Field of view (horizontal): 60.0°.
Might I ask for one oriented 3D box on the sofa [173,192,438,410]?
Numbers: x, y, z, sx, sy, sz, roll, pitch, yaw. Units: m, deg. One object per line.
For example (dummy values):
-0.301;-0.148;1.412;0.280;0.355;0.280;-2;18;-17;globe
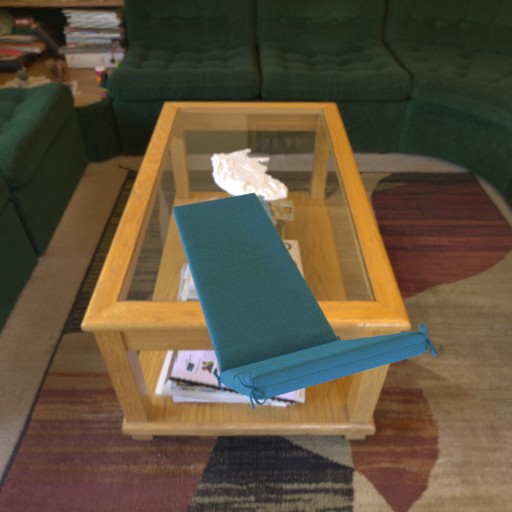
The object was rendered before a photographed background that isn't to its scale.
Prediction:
0.000;0.000;1.930;0.582;0.622;1.663;-12;43;-13;sofa
